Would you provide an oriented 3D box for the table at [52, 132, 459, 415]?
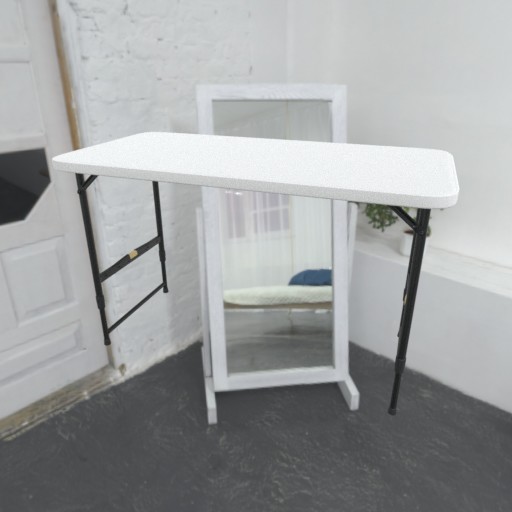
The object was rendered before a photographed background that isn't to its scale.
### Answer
[{"bbox_3d":[0.000,0.000,1.613,1.219,0.737,0.610,9,26,18],"label":"table"}]
